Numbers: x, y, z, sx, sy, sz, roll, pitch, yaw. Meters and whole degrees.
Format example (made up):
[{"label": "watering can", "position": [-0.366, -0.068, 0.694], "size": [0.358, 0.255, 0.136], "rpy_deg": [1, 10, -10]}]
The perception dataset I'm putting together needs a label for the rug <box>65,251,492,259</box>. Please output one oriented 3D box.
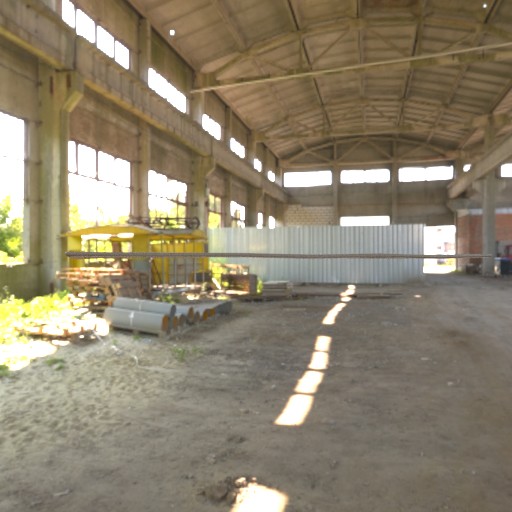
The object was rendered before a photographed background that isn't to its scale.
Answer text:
[{"label": "rug", "position": [0.000, 0.000, 4.018], "size": [3.011, 0.054, 2.399], "rpy_deg": [0, 0, -19]}]
